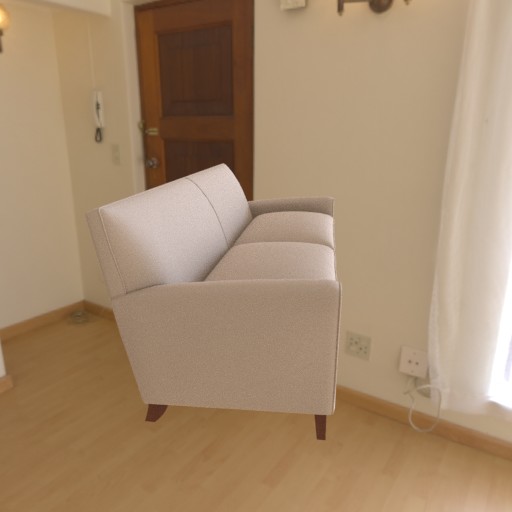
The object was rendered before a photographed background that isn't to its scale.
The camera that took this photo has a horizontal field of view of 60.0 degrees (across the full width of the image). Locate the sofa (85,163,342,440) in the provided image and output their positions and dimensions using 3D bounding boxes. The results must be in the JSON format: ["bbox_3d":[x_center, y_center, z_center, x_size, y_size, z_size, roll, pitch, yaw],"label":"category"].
[{"bbox_3d":[0.000,0.000,2.442,0.875,0.846,2.000,2,16,8],"label":"sofa"}]
